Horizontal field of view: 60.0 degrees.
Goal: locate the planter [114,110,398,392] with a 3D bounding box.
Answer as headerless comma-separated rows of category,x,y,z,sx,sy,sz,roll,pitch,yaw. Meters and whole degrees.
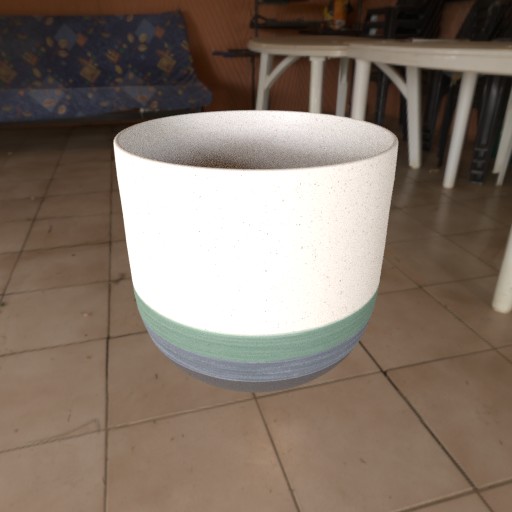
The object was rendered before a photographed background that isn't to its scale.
planter,0.000,0.000,0.491,0.268,0.270,0.268,0,27,0
